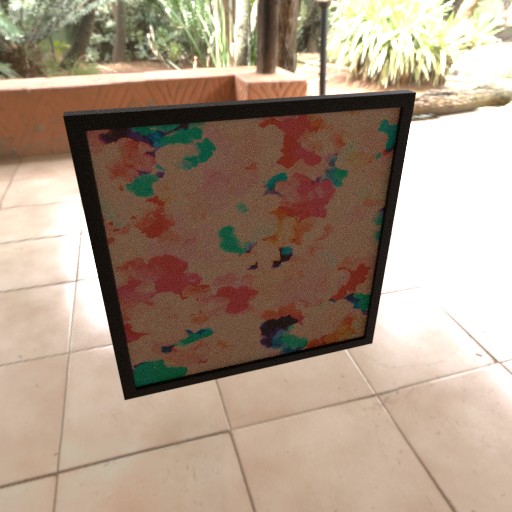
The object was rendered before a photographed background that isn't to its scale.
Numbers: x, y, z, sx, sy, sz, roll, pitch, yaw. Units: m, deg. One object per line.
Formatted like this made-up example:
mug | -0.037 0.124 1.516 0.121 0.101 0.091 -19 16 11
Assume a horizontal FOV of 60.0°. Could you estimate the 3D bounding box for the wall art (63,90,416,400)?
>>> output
wall art | 0.000 0.000 0.453 0.306 0.304 0.015 -9 32 -15
